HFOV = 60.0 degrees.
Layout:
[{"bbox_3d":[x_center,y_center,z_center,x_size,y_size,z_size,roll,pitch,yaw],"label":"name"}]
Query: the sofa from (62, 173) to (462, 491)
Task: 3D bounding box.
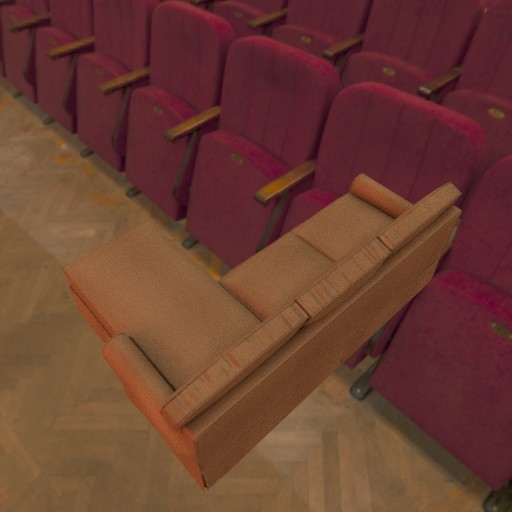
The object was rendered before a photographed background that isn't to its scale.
[{"bbox_3d":[0.000,0.000,3.215,2.475,0.978,1.733,-34,56,-27],"label":"sofa"}]
